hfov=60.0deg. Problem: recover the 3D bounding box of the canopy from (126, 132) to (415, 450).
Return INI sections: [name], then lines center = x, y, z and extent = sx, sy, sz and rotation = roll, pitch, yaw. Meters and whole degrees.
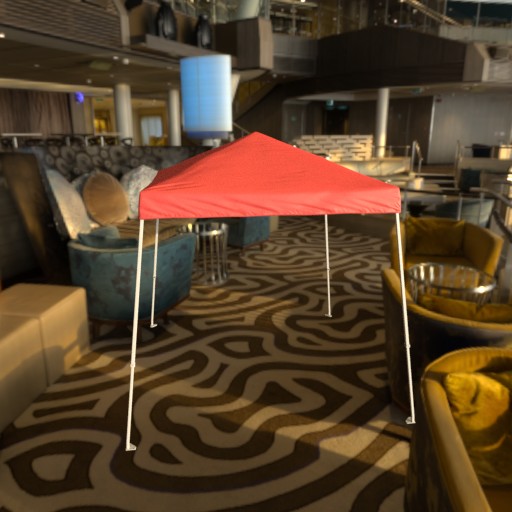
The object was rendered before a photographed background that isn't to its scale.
[canopy]
center = 0.000, 0.000, 6.671
extent = 3.600, 3.600, 3.599
rotation = -2, 15, -8
